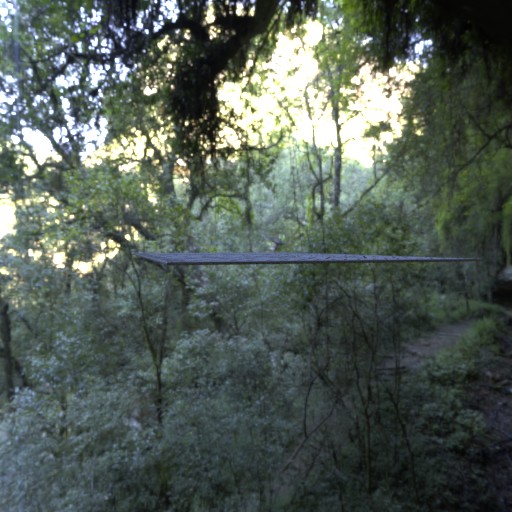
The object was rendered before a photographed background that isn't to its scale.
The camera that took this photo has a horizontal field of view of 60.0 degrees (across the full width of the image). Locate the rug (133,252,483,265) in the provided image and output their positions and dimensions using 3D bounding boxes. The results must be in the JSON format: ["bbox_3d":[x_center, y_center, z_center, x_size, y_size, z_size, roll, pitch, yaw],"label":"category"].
[{"bbox_3d":[0.000,0.000,3.075,1.526,0.012,2.444,0,1,-18],"label":"rug"}]
